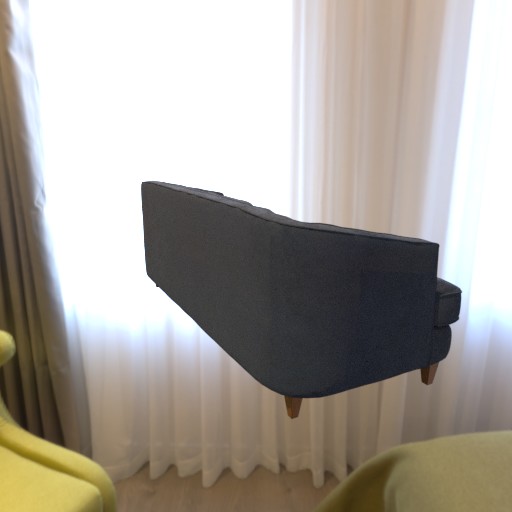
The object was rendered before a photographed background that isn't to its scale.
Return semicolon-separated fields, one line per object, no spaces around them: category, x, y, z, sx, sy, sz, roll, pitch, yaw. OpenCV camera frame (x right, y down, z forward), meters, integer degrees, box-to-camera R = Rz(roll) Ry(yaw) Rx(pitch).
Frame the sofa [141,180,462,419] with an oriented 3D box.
sofa;0.000;0.000;2.730;0.941;0.855;2.278;-8;16;-28
